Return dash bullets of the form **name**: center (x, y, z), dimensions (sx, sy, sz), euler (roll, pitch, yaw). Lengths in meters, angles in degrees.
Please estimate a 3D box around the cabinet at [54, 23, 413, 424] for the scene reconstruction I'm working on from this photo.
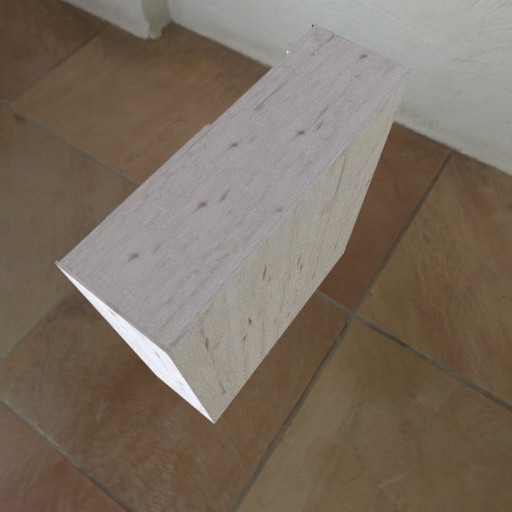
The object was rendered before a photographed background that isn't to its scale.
- **cabinet**: center (0.000, 0.000, 3.147), dimensions (0.660, 2.180, 2.000), euler (34, 68, 16)
